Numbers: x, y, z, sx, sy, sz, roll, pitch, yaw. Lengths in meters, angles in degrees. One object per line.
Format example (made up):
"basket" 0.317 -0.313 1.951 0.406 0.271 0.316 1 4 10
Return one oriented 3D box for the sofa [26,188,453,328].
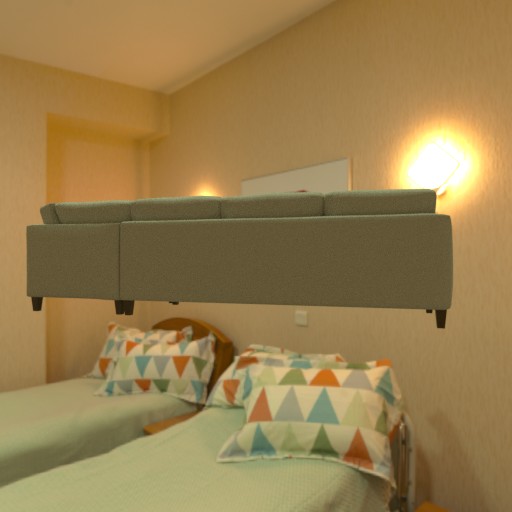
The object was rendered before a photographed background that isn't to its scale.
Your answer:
"sofa" 0.000 0.000 4.415 3.333 0.934 2.522 0 0 16
